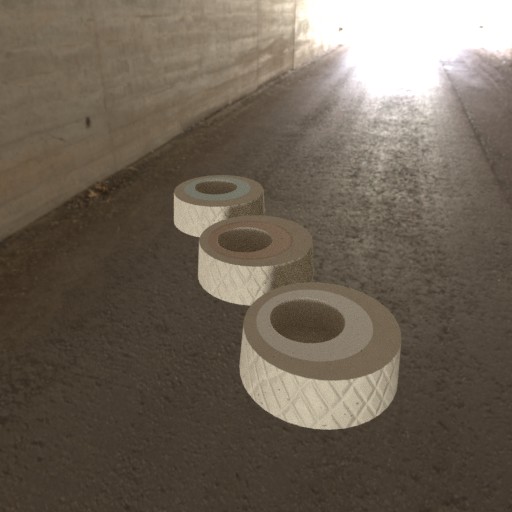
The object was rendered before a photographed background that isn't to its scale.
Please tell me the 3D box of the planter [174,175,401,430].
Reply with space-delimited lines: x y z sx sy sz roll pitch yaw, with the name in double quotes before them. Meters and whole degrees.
"planter" 0.000 0.000 0.429 0.114 0.038 0.390 -9 30 -16
